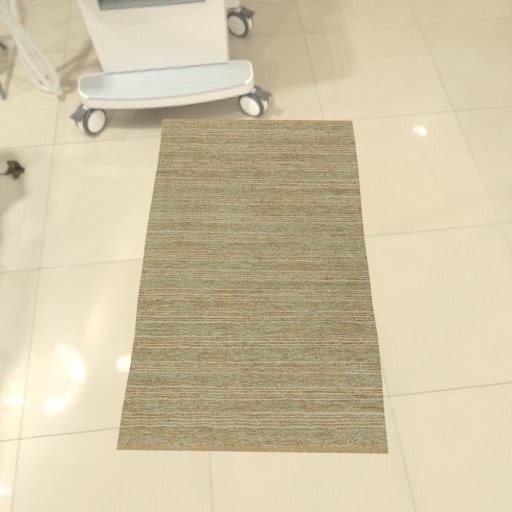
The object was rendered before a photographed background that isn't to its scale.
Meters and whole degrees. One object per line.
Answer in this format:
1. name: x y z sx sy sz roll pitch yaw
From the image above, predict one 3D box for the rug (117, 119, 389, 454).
1. rug: 0.000 0.000 3.025 1.540 0.012 2.448 1 64 0
